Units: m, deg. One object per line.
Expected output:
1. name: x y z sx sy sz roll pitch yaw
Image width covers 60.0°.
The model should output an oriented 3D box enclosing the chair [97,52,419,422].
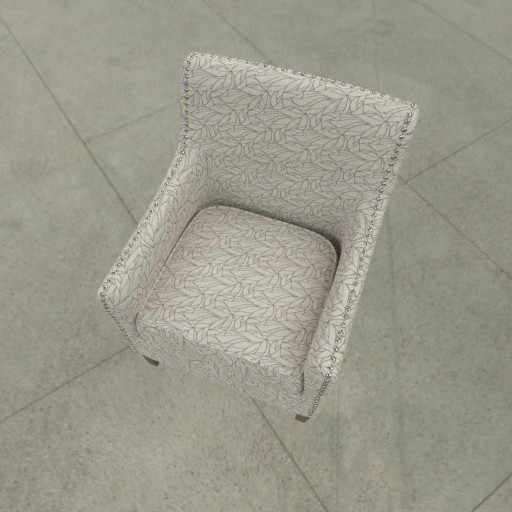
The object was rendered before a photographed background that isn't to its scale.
1. chair: 0.000 0.000 1.296 0.623 0.816 0.651 18 60 10
